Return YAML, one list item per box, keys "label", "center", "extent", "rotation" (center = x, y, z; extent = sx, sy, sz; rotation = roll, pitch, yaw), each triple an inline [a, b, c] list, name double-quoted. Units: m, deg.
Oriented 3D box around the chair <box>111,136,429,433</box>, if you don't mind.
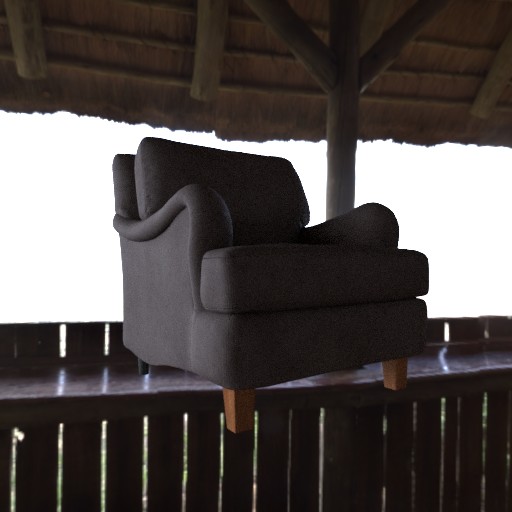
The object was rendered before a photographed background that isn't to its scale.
- label: "chair"
  center: [0.000, 0.000, 1.827]
  extent: [0.955, 0.997, 1.070]
  rotation: [0, 0, -35]
